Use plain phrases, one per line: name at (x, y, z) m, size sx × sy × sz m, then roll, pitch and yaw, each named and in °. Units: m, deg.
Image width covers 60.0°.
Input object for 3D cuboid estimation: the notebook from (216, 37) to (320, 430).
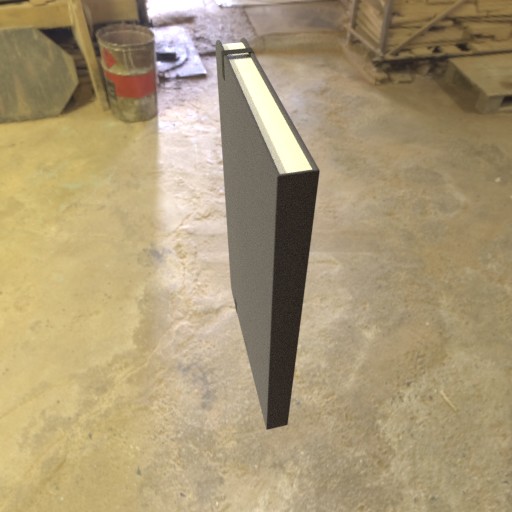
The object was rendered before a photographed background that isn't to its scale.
notebook at (0.000, 0.000, 0.269) m, size 0.016 × 0.213 × 0.127 m, roll -10°, pitch 47°, yaw -9°
